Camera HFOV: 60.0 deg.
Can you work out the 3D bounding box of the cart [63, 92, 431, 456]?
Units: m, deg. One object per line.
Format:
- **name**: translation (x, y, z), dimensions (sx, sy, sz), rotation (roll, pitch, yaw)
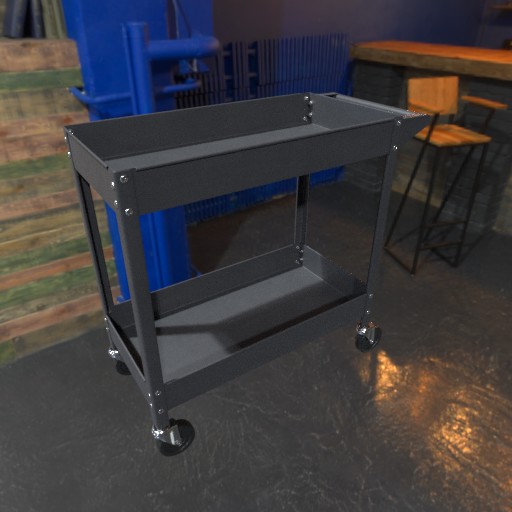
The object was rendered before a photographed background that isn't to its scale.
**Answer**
- **cart**: translation (0.000, 0.000, 1.171), dimensions (0.779, 0.719, 0.366), rotation (-19, 35, -28)
